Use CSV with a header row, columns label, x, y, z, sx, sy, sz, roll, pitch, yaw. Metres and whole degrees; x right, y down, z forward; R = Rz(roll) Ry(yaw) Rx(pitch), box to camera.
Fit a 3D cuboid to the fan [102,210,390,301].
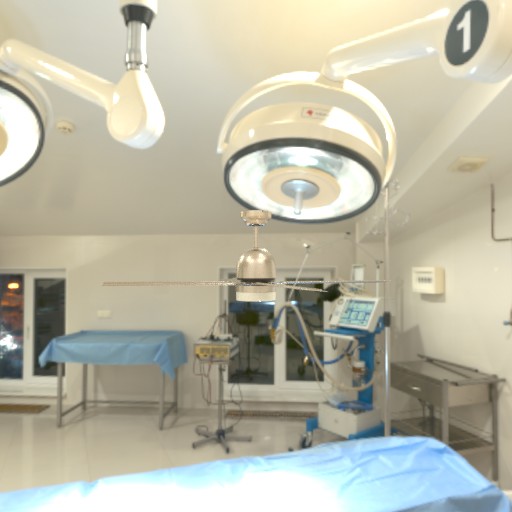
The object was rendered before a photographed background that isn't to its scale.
label,x,y,z,sx,sy,sz,roll,pitch,yaw
fan,0.000,0.000,2.052,1.346,0.406,1.346,0,-1,-16
